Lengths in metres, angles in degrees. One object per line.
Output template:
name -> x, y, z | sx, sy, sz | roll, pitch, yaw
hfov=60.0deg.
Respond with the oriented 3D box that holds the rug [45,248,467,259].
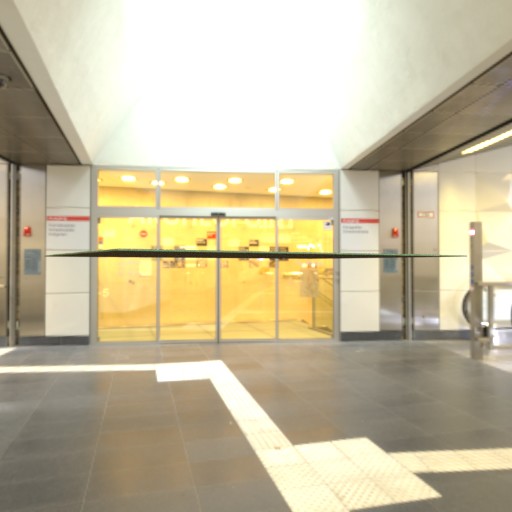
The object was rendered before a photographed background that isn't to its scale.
rug -> 0.000, 0.000, 2.974 | 2.373, 0.009, 1.622 | 1, -1, -34
